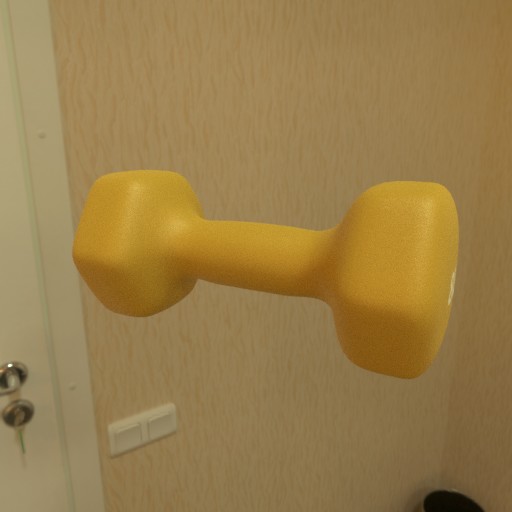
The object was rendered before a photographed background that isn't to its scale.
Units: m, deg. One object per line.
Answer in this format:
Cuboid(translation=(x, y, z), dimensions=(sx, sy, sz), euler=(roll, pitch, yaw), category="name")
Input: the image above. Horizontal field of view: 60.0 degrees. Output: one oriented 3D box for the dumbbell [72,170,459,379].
Cuboid(translation=(0.000, 0.000, 0.230), dimensions=(0.190, 0.082, 0.090), euler=(8, 17, 26), category="dumbbell")
